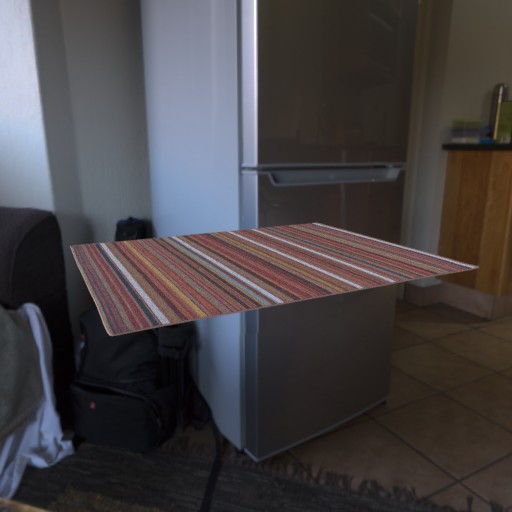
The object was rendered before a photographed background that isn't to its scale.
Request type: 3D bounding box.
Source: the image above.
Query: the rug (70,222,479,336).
[{"bbox_3d":[0.000,0.000,4.205,3.092,0.023,2.479,-7,16,-26],"label":"rug"}]
